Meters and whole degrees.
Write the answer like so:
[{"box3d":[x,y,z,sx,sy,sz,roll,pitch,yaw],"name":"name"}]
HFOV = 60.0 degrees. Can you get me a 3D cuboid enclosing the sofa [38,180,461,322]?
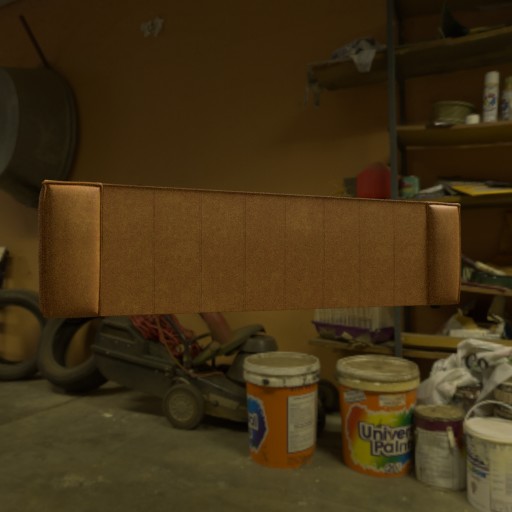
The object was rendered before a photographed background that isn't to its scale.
[{"box3d":[0.000,0.000,3.009,2.581,0.701,1.102,0,-1,-19],"name":"sofa"}]
